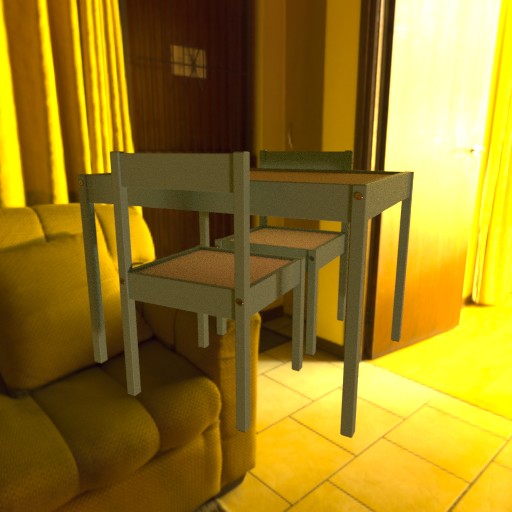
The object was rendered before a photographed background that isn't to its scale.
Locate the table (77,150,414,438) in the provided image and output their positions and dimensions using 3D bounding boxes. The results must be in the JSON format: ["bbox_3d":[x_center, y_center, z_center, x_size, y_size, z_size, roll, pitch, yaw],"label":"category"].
[{"bbox_3d":[0.000,0.000,1.088,0.639,0.503,0.633,7,15,27],"label":"table"}]
